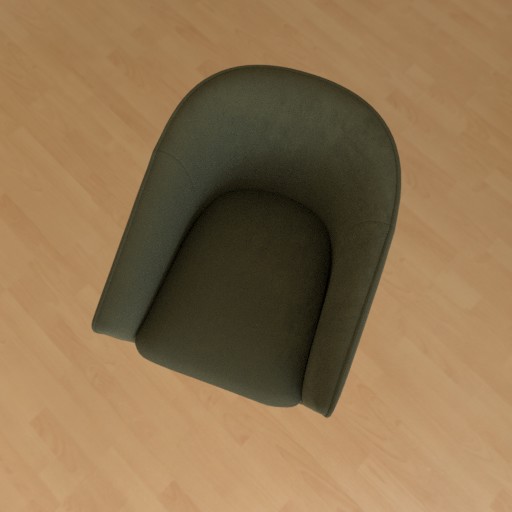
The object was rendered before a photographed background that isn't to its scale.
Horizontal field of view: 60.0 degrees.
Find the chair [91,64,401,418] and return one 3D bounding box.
[{"bbox_3d":[0.000,0.000,1.469,0.747,0.799,0.875,19,75,5],"label":"chair"}]
